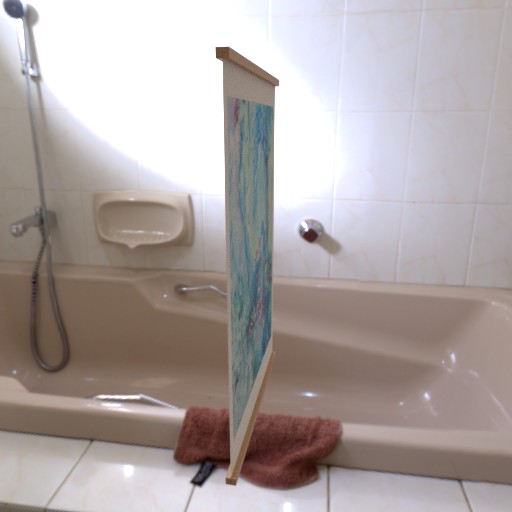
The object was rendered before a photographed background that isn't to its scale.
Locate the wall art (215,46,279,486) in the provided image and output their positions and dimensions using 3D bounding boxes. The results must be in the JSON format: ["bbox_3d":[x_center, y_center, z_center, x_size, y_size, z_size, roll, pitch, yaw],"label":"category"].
[{"bbox_3d":[0.000,0.000,0.649,0.013,0.510,0.335,3,17,11],"label":"wall art"}]
